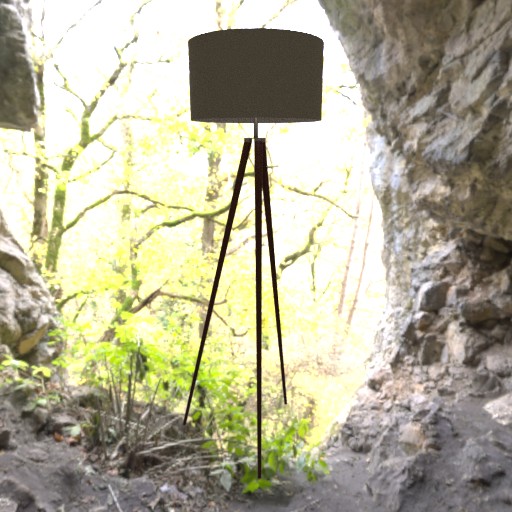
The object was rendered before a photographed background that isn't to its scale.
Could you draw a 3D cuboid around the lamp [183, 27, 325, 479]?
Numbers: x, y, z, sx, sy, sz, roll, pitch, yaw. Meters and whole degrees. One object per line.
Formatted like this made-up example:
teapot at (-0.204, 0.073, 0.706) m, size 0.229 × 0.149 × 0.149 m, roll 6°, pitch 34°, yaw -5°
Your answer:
lamp at (0.000, 0.000, 1.770) m, size 0.483 × 1.553 × 0.483 m, roll 14°, pitch 20°, yaw 42°
